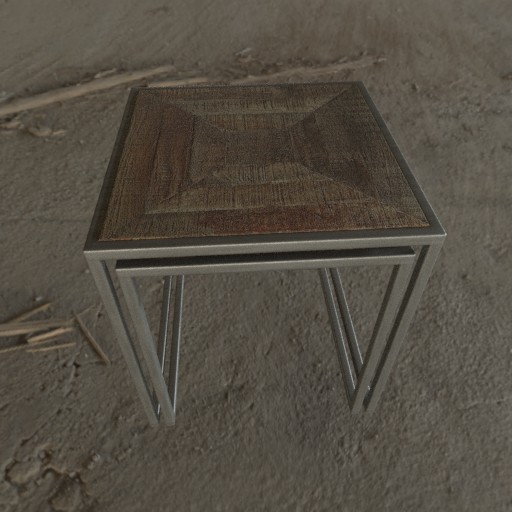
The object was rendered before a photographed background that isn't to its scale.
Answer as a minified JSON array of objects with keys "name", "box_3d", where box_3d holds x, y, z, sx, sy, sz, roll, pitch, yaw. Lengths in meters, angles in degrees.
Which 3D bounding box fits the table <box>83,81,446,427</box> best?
[{"name":"table","box_3d":[0.000,0.000,0.877,0.450,0.500,0.449,-3,45,-3]}]
